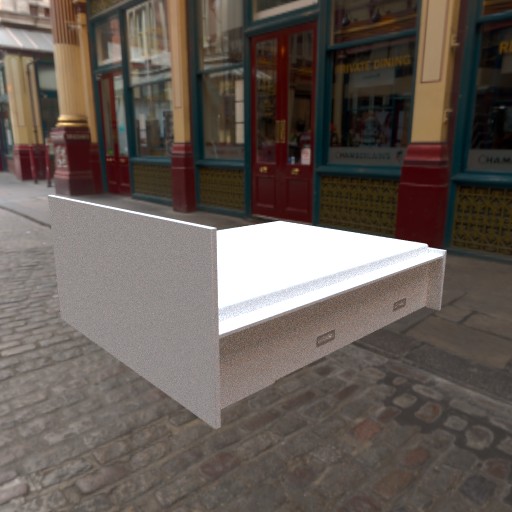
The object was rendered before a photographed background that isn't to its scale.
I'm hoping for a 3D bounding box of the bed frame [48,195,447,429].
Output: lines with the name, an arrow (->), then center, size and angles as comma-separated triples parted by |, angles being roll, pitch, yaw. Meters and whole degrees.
bed frame -> 0.000, 0.000, 2.874 | 1.960, 0.800, 1.622 | -12, 18, -42
